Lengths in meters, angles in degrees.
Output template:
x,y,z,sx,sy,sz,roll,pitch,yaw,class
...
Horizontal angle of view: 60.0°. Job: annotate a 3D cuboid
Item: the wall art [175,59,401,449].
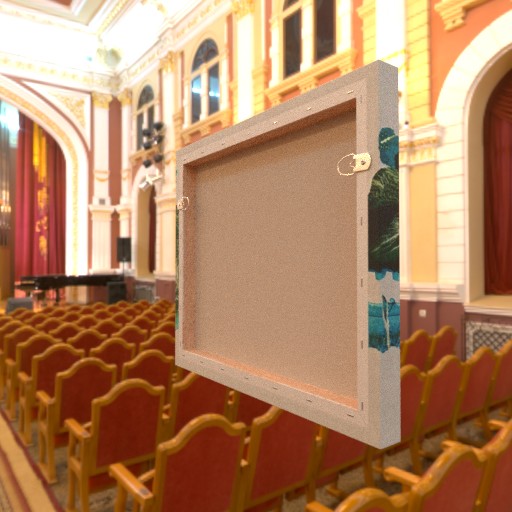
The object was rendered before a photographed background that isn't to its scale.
x,y,z,sx,sy,sz,roll,pitch,yaw,class
0.000,0.000,0.706,0.041,0.435,0.507,1,-1,-36,wall art
